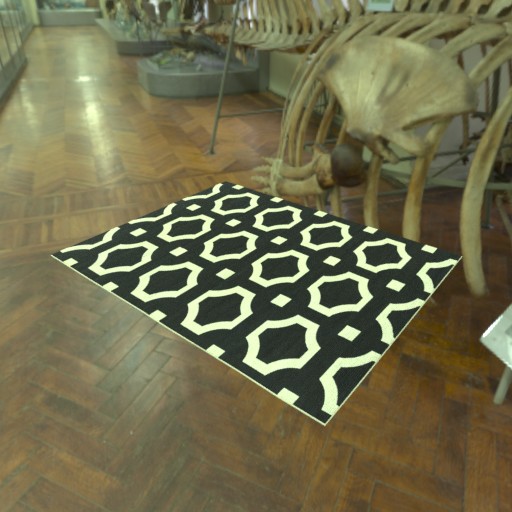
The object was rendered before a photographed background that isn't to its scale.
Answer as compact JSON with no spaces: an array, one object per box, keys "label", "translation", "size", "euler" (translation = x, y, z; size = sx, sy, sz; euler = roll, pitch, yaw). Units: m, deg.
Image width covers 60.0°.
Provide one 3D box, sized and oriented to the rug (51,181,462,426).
[{"label":"rug","translation":[0.000,0.000,4.215],"size":[3.049,0.021,2.466],"euler":[23,38,33]}]
